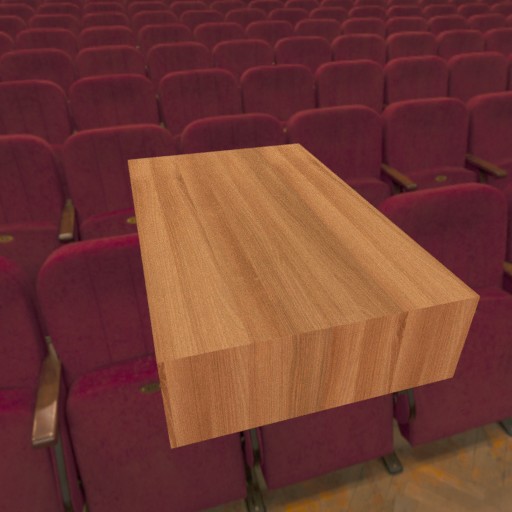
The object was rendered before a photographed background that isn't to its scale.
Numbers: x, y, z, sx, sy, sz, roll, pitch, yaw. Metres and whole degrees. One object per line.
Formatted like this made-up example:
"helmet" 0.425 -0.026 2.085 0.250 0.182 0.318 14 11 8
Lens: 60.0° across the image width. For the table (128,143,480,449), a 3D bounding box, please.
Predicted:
"table" 0.000 0.000 1.423 0.700 0.330 1.100 -9 33 -14
